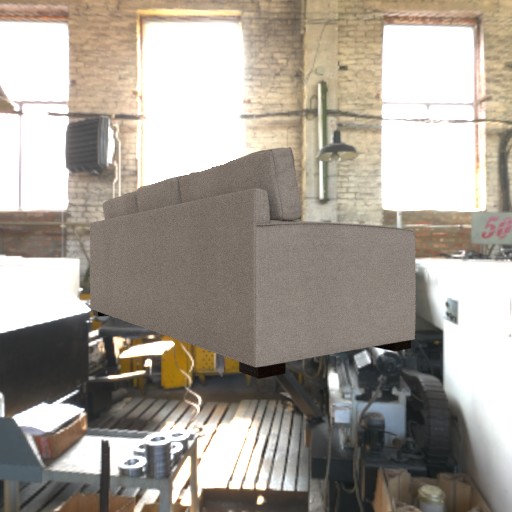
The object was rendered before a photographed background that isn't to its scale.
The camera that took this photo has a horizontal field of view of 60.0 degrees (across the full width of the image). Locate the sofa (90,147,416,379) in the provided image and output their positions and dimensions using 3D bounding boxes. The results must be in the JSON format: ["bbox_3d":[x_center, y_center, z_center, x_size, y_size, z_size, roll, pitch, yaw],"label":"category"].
[{"bbox_3d":[0.000,0.000,2.819,1.496,0.861,2.087,0,0,-36],"label":"sofa"}]
